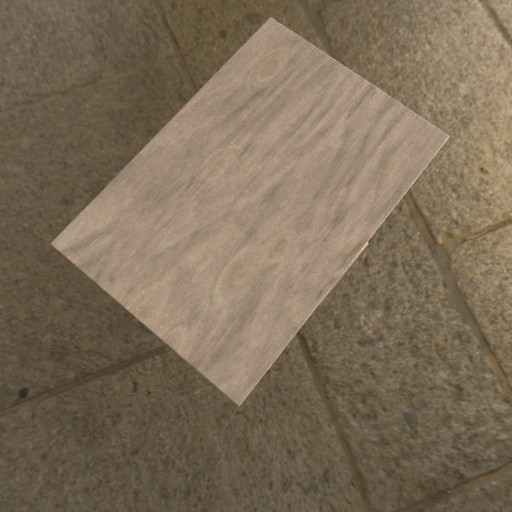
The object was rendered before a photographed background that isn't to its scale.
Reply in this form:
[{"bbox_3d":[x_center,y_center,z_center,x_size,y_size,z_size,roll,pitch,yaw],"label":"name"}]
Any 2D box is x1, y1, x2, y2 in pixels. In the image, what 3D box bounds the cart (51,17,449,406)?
[{"bbox_3d":[0.000,0.000,1.148,0.403,0.839,0.584,38,78,9],"label":"cart"}]
